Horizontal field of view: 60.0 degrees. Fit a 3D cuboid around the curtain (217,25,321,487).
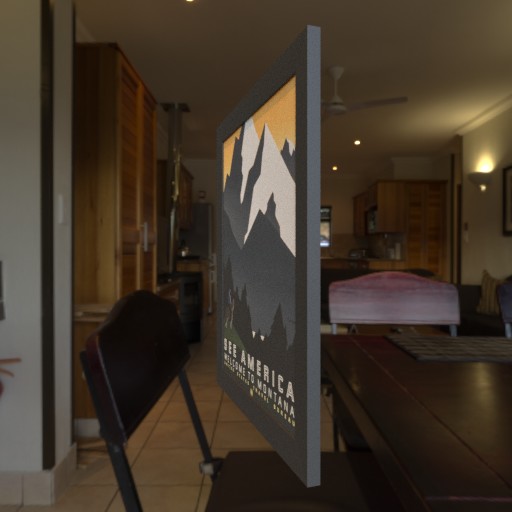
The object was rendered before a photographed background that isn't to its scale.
[{"bbox_3d":[0.000,0.000,0.794,0.027,0.585,0.483,0,0,-19],"label":"curtain"}]
